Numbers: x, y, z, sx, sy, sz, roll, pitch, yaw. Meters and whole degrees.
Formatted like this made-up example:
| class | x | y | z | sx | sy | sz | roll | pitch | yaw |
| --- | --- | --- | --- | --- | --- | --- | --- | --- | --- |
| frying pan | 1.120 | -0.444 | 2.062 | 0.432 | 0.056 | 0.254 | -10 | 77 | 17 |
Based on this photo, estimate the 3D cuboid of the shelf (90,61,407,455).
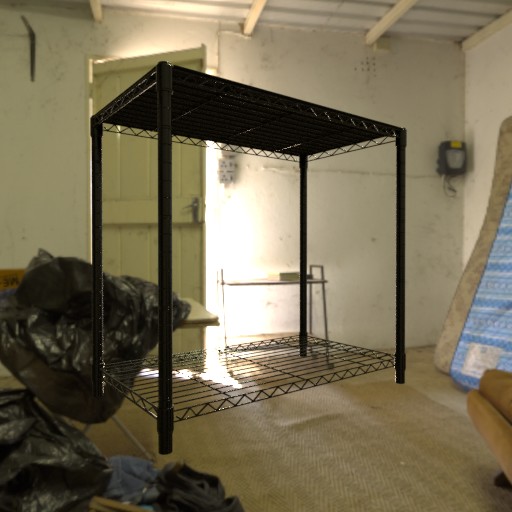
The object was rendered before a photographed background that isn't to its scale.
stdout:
| class | x | y | z | sx | sy | sz | roll | pitch | yaw |
| --- | --- | --- | --- | --- | --- | --- | --- | --- | --- |
| shelf | 0.000 | 0.000 | 0.937 | 0.589 | 0.564 | 0.338 | 0 | 1 | -37 |
